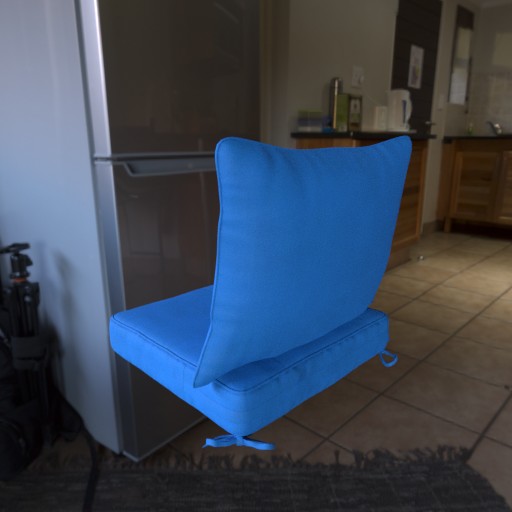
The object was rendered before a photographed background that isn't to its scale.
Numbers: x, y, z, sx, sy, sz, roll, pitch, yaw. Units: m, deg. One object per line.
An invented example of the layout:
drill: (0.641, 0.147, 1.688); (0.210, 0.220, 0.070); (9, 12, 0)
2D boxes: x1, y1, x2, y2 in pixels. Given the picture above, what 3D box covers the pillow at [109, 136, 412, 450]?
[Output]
pillow: (0.000, 0.000, 1.378); (0.798, 0.725, 0.733); (-15, 22, -43)
